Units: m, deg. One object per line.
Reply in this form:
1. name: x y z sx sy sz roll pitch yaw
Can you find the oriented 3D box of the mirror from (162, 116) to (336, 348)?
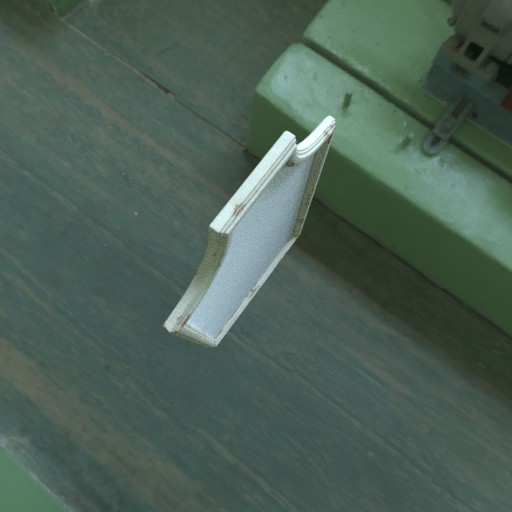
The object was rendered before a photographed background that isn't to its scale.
1. mirror: 0.000 0.000 0.862 0.022 0.717 0.403 36 79 8
